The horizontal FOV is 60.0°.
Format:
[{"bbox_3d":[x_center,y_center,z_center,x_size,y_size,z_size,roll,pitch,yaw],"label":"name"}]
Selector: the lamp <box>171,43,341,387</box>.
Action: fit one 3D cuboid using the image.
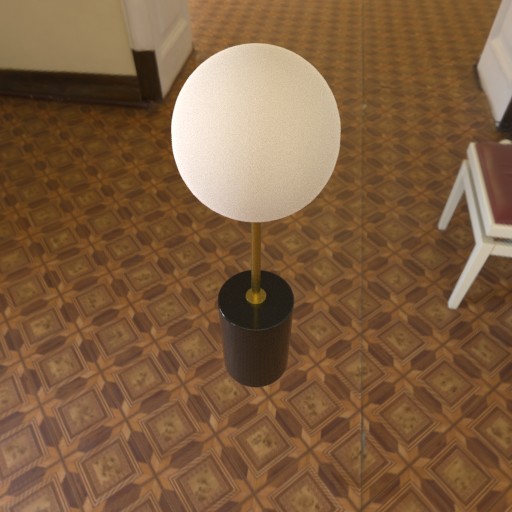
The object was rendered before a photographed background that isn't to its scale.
[{"bbox_3d":[0.000,0.000,0.528,0.153,0.480,0.153,0,48,0],"label":"lamp"}]
